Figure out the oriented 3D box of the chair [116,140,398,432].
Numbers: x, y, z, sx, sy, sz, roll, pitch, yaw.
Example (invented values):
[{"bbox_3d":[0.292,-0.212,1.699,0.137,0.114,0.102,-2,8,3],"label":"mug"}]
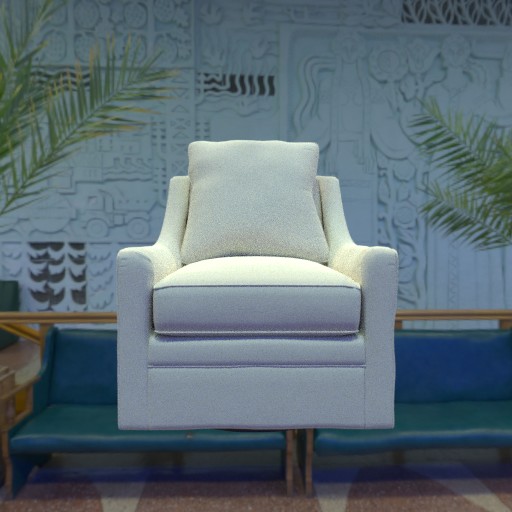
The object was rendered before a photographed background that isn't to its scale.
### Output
[{"bbox_3d":[0.000,0.000,1.607,0.756,0.965,0.876,0,2,-1],"label":"chair"}]
